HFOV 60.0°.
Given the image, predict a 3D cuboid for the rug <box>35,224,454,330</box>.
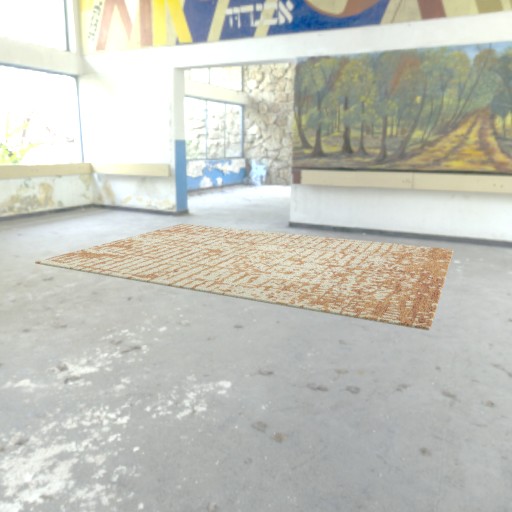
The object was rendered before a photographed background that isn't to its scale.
[{"bbox_3d":[0.000,0.000,2.313,1.829,0.011,1.219,7,16,26],"label":"rug"}]
